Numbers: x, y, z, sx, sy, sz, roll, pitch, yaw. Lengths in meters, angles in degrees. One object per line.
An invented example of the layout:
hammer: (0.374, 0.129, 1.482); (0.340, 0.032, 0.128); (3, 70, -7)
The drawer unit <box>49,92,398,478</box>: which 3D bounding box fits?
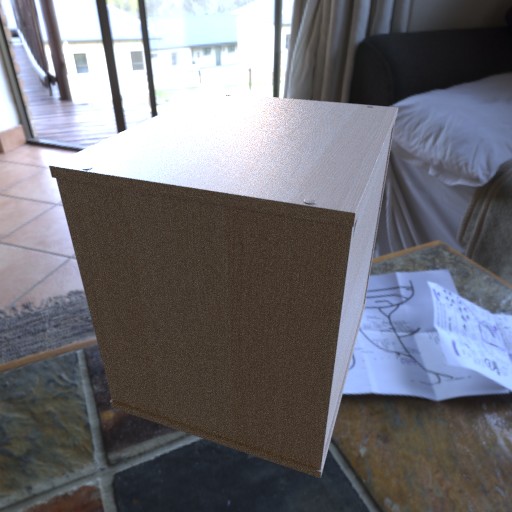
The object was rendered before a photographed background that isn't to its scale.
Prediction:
drawer unit: (0.000, 0.000, 0.607); (0.290, 0.344, 0.349); (11, 34, 17)
